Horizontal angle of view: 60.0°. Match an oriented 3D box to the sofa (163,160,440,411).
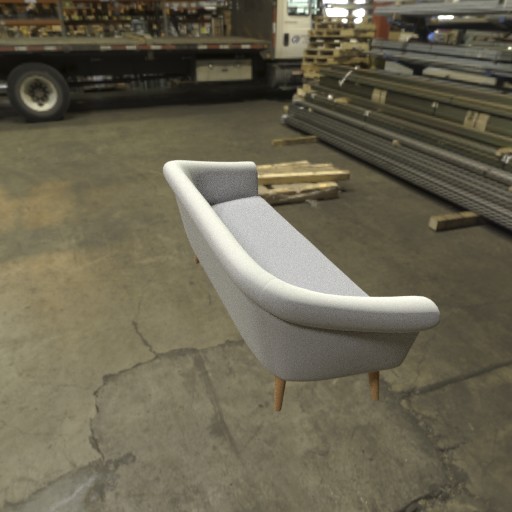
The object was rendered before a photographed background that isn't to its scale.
[{"bbox_3d":[0.000,0.000,2.632,0.827,0.795,2.160,-11,31,-19],"label":"sofa"}]
